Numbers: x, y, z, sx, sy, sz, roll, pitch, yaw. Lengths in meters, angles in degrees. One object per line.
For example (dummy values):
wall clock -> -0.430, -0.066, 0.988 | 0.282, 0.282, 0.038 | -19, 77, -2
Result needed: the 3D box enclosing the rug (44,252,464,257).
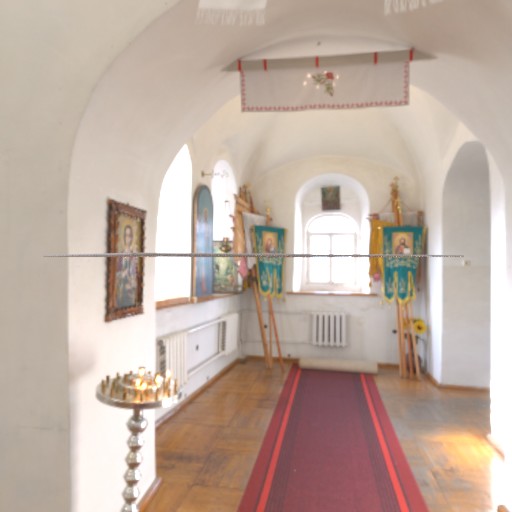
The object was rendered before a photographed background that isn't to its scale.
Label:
rug -> 0.000, 0.000, 2.854 | 2.232, 0.011, 1.555 | 0, 0, -36
